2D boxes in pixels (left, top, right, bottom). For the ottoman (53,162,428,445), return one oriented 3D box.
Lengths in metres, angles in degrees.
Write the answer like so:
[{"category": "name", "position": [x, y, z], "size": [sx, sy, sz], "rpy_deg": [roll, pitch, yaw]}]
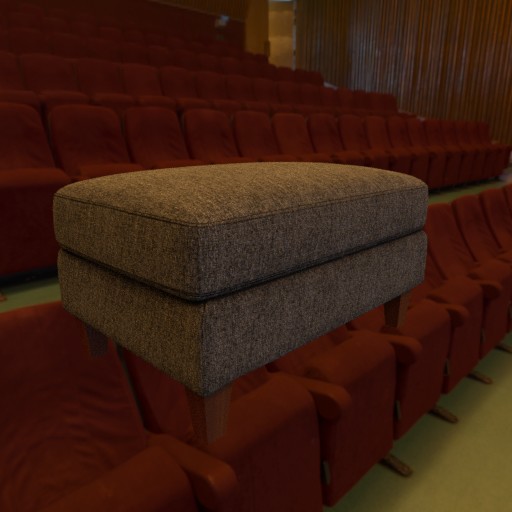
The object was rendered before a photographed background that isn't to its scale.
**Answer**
[{"category": "ottoman", "position": [0.000, 0.000, 1.195], "size": [0.584, 0.483, 0.864], "rpy_deg": [15, 21, 43]}]
